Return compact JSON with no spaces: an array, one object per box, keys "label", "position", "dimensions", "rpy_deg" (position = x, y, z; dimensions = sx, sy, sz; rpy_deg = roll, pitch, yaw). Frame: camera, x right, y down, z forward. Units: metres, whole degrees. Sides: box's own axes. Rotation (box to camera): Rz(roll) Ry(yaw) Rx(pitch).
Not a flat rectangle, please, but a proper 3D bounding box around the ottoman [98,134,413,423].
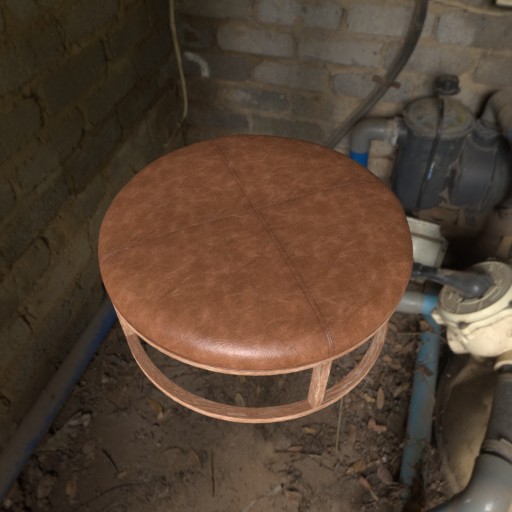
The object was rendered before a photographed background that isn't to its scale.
[{"label":"ottoman","position":[0.000,0.000,1.546],"dimensions":[1.006,0.445,1.006],"rpy_deg":[0,47,0]}]
